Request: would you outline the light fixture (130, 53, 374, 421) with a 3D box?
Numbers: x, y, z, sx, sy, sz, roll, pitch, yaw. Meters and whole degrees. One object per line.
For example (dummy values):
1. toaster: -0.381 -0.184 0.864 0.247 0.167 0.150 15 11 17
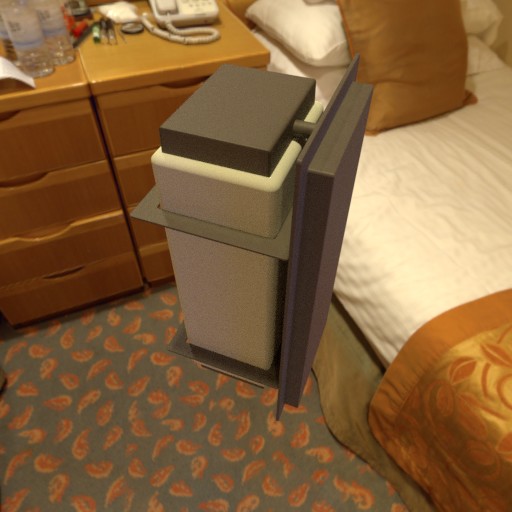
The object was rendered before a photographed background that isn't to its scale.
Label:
1. light fixture: 0.000 0.000 0.431 0.146 0.347 0.153 16 49 14
